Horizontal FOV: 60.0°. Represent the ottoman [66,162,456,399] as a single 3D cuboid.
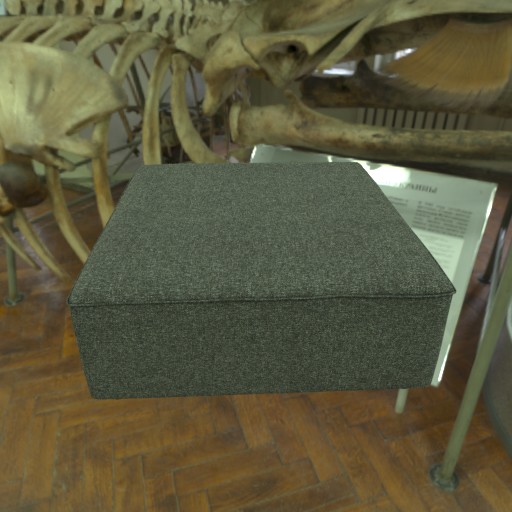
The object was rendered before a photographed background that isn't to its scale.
[{"bbox_3d":[0.000,0.000,1.624,1.017,0.423,1.021,-1,31,-2],"label":"ottoman"}]
